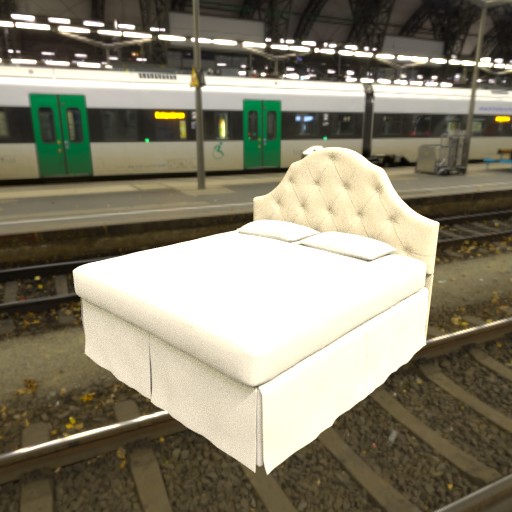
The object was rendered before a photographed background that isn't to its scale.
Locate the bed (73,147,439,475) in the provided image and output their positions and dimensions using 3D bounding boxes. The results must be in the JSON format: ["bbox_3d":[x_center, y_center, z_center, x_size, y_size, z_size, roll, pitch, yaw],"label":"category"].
[{"bbox_3d":[0.000,0.000,3.387,2.012,1.555,2.086,15,22,41],"label":"bed"}]
